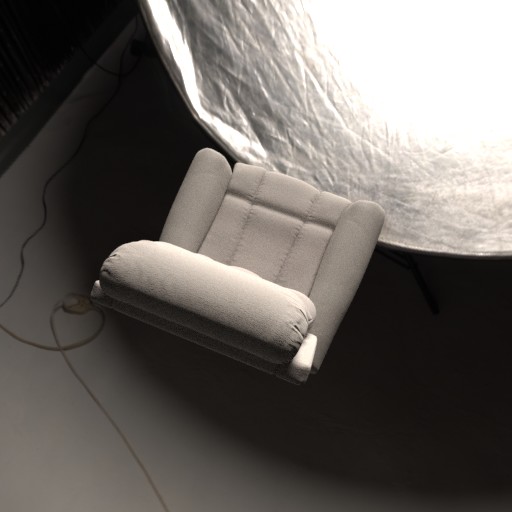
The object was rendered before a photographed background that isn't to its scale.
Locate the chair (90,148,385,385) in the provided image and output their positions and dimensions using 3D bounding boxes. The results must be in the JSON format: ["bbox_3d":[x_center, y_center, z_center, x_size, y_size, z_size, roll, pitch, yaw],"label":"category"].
[{"bbox_3d":[0.000,0.000,1.782,0.871,1.031,0.979,20,65,10],"label":"chair"}]
